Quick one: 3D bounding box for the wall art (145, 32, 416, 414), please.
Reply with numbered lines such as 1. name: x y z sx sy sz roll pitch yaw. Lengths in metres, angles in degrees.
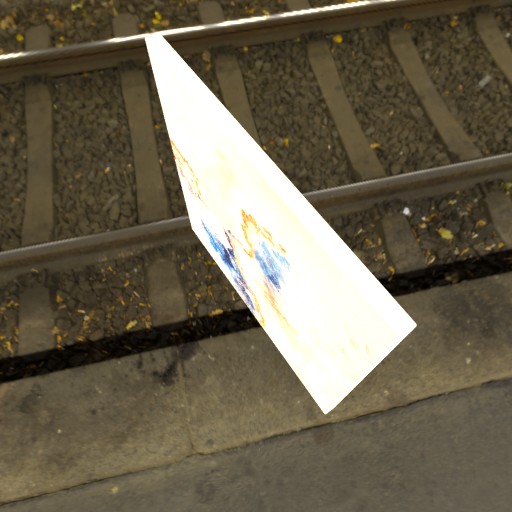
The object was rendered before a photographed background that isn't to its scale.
1. wall art: 0.000 0.000 1.288 0.038 0.889 0.889 -31 67 -15
